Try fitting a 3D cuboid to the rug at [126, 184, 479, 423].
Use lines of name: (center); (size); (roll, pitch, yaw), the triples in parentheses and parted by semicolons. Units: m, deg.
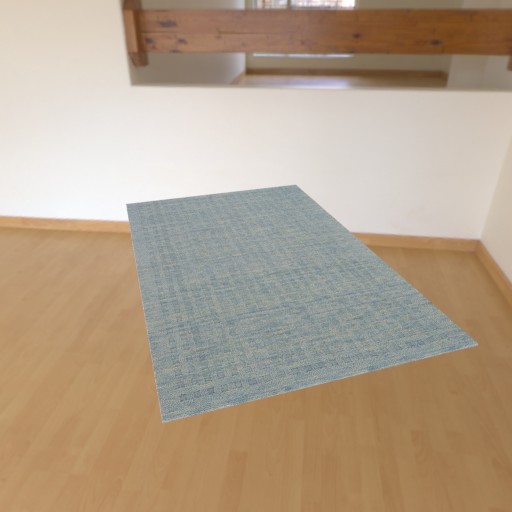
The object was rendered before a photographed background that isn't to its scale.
rug: (0.000, 0.000, 2.191); (1.142, 0.006, 1.752); (-9, 30, -15)
